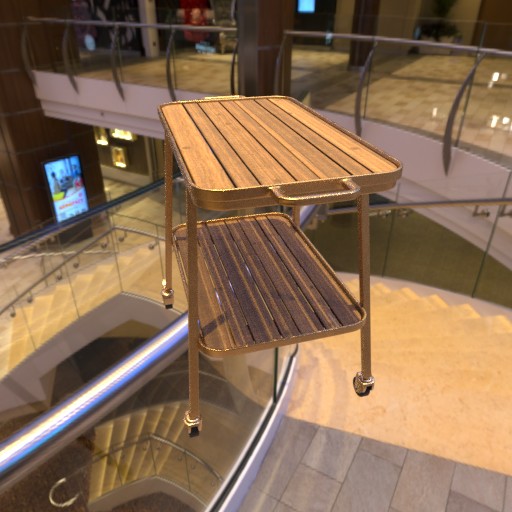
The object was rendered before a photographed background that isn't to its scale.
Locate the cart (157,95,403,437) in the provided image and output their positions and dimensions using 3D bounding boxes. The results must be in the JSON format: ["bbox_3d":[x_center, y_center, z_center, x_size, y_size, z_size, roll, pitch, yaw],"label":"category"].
[{"bbox_3d":[0.000,0.000,1.224,0.524,0.700,0.806,-8,32,-14],"label":"cart"}]
